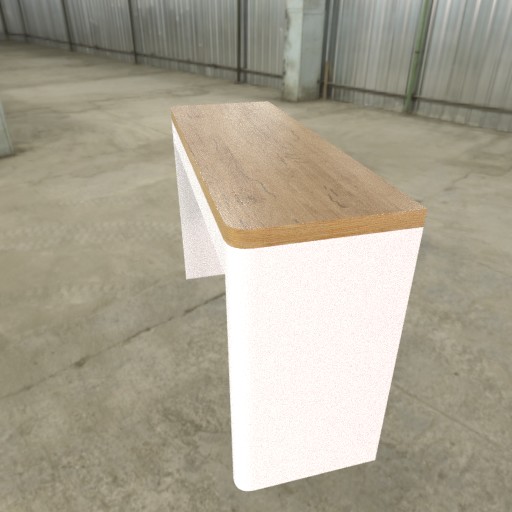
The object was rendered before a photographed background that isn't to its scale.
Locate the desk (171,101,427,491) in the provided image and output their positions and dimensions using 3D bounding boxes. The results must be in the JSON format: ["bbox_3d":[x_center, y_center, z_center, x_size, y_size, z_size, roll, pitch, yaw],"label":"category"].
[{"bbox_3d":[0.000,0.000,1.457,0.390,0.760,1.100,-7,31,-13],"label":"desk"}]
